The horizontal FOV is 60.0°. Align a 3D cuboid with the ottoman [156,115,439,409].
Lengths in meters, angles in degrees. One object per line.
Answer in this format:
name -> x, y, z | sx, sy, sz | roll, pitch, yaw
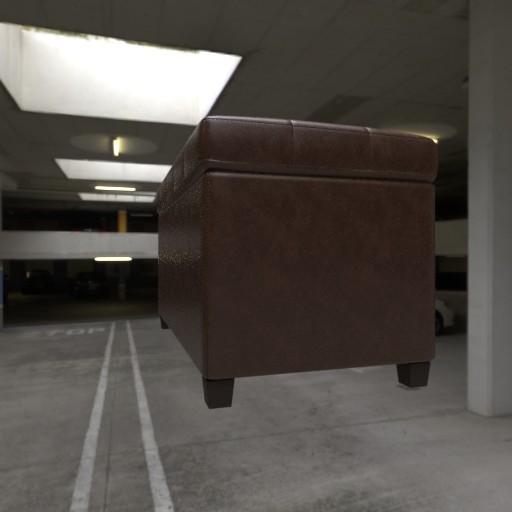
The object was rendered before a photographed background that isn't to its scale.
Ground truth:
ottoman -> 0.000, 0.000, 1.119 | 0.432, 0.470, 0.838 | 0, 0, -17
